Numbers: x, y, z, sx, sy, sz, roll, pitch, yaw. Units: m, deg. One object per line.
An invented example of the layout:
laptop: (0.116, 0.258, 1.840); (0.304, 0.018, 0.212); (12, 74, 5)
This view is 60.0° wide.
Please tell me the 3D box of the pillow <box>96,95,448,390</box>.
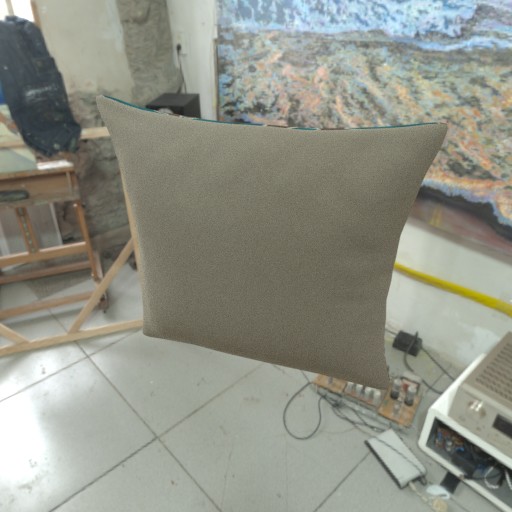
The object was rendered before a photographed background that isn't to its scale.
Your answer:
pillow: (0.000, 0.000, 0.771); (0.526, 0.507, 0.166); (10, 33, 15)
